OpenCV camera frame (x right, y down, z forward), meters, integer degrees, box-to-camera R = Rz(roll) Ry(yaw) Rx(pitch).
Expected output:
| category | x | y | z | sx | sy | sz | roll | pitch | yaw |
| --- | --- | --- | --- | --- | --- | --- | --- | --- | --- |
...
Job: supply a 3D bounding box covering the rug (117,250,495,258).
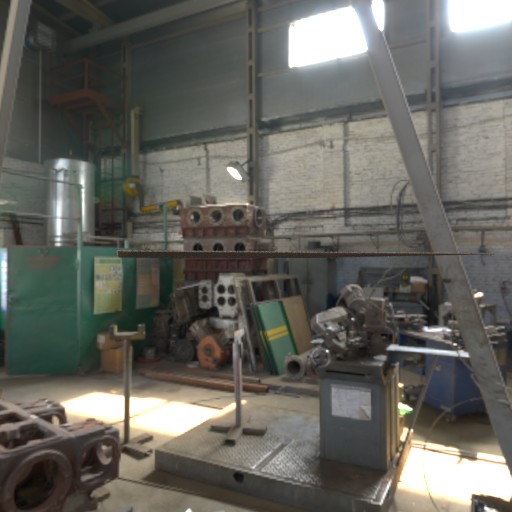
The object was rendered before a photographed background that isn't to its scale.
| category | x | y | z | sx | sy | sz | roll | pitch | yaw |
| --- | --- | --- | --- | --- | --- | --- | --- | --- | --- |
| rug | 0.000 | 0.000 | 4.094 | 2.442 | 0.008 | 3.046 | 0 | -1 | -17 |
